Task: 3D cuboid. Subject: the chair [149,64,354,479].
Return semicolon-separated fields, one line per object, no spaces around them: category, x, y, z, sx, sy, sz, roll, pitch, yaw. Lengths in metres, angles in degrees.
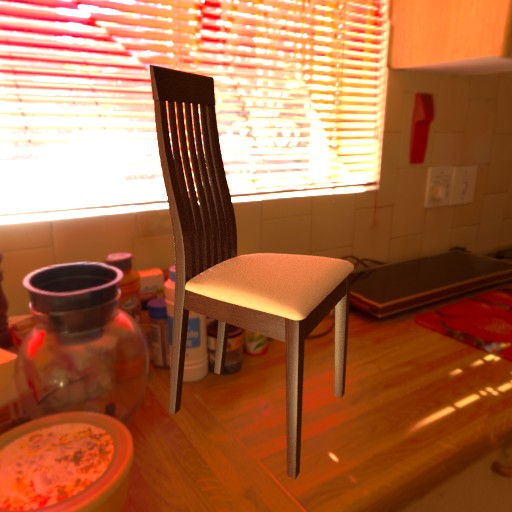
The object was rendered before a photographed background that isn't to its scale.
chair;0.000;0.000;1.291;0.474;1.027;0.460;8;17;26
